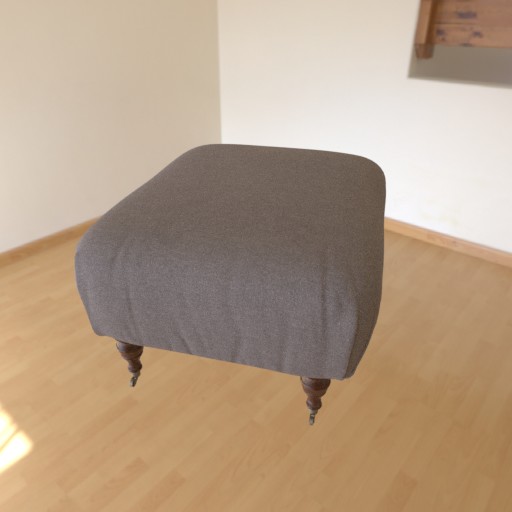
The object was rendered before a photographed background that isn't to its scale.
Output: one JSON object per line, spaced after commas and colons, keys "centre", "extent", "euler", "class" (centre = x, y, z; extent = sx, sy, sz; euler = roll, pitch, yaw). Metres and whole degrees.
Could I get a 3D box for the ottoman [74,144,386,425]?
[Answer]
{"centre": [0.000, 0.000, 1.167], "extent": [0.622, 0.450, 0.747], "euler": [8, 31, 13], "class": "ottoman"}
